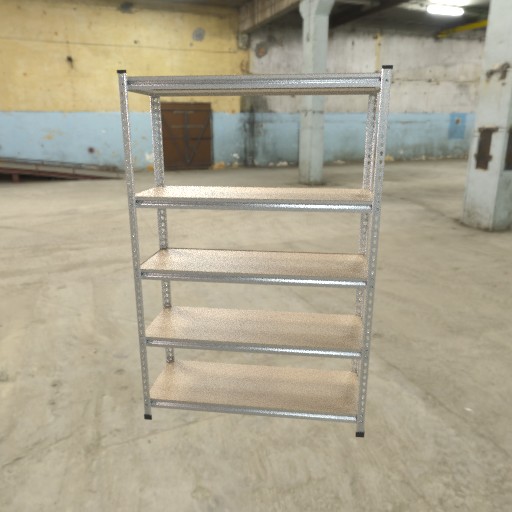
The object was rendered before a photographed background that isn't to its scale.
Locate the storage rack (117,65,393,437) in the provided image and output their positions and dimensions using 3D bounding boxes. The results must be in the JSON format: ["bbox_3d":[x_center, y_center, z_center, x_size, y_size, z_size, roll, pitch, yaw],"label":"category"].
[{"bbox_3d":[0.000,0.000,2.392,1.219,1.829,0.457,2,16,7],"label":"storage rack"}]
